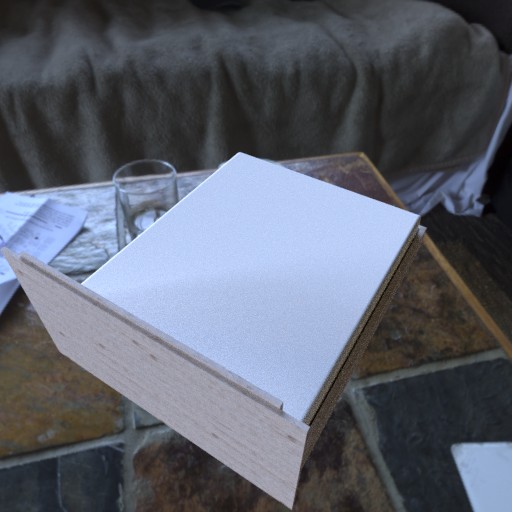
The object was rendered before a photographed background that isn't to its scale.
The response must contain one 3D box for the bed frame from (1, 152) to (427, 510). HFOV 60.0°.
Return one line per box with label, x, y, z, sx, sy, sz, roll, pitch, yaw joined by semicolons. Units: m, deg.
bed frame;0.000;0.000;2.867;1.750;0.970;2.080;24;50;22
